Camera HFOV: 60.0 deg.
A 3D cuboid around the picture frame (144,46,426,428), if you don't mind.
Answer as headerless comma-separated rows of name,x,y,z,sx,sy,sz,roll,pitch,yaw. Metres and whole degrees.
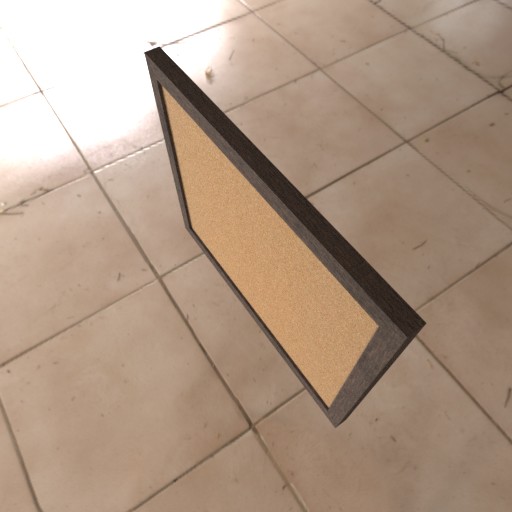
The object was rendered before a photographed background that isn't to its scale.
picture frame,0.000,0.000,0.741,0.026,0.455,0.546,-31,63,-17
